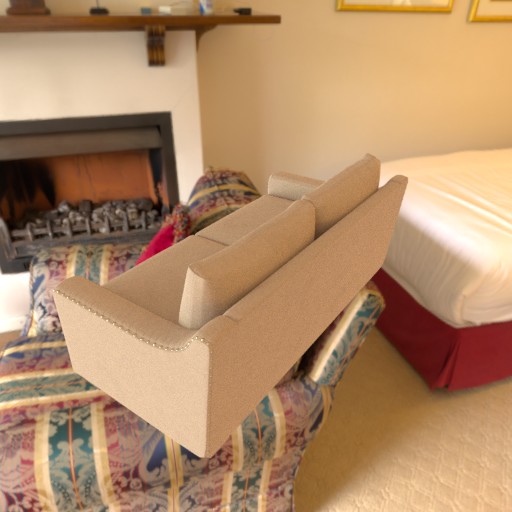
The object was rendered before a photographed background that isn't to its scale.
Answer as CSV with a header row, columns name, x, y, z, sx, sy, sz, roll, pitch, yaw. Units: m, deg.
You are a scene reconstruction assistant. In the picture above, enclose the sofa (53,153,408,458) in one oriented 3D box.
name,x,y,z,sx,sy,sz,roll,pitch,yaw
sofa,0.000,0.000,2.573,1.030,0.901,1.967,20,36,30
